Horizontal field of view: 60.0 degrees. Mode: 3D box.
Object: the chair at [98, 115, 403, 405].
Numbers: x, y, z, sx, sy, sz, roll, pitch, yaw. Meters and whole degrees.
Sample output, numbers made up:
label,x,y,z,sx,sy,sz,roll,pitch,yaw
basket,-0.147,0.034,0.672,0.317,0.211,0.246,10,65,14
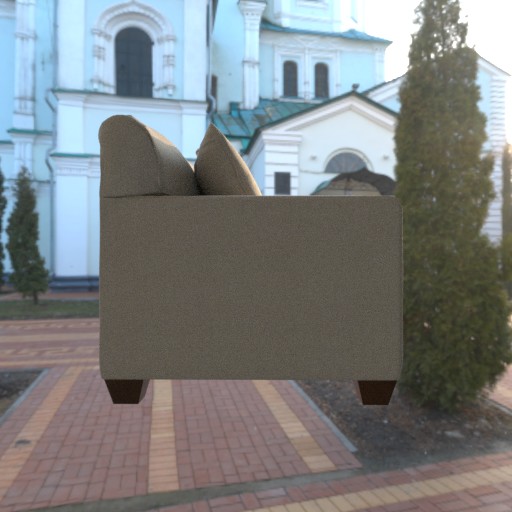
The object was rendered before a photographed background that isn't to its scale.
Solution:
label,x,y,z,sx,sy,sz,roll,pitch,yaw
chair,0.000,0.000,2.056,1.000,0.948,1.383,0,-1,1
